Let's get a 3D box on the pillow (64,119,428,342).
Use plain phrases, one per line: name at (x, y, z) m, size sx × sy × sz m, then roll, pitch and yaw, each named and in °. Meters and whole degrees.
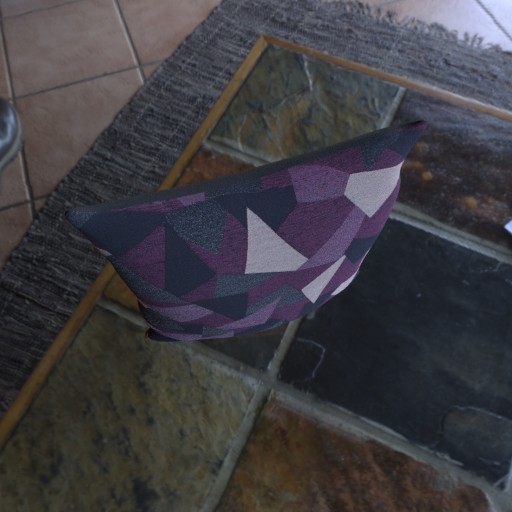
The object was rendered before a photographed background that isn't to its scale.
pillow at (0.000, 0.000, 0.778) m, size 0.503 × 0.496 × 0.208 m, roll -17°, pitch 65°, yaw -8°
